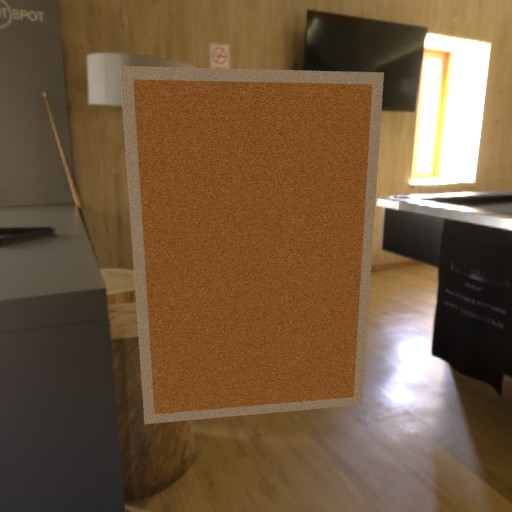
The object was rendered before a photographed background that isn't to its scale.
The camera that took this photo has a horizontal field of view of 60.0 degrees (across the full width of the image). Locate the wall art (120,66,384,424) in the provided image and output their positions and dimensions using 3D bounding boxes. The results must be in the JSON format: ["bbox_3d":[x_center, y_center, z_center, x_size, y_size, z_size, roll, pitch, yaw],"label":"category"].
[{"bbox_3d":[0.000,0.000,0.845,0.450,0.657,0.038,-2,14,-8],"label":"wall art"}]
